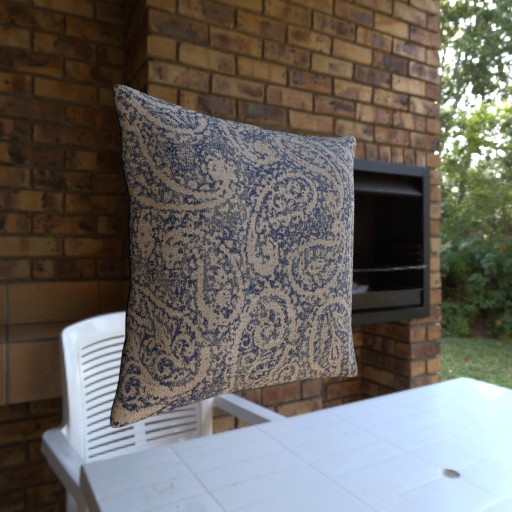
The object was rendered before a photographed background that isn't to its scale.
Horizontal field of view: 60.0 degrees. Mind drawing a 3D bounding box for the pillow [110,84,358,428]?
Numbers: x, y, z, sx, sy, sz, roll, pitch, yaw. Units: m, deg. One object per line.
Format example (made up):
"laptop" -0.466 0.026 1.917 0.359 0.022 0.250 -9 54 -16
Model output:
"pillow" 0.000 0.000 0.796 0.523 0.510 0.166 0 0 -35
